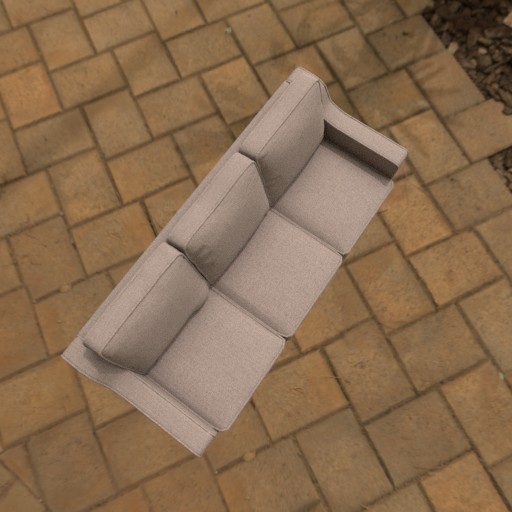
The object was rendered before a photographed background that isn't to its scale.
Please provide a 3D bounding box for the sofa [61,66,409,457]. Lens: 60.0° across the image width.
[{"bbox_3d":[0.000,0.000,2.662,0.899,0.950,2.129,34,76,10],"label":"sofa"}]
